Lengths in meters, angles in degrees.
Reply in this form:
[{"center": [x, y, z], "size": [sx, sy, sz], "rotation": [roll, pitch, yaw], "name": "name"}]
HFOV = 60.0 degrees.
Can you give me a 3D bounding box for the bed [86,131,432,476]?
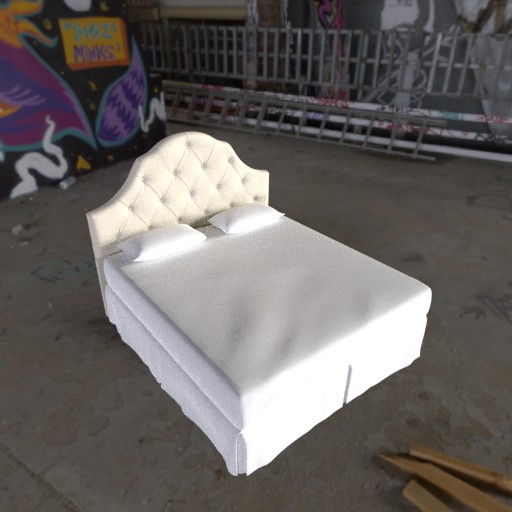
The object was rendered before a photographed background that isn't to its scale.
[{"center": [0.000, 0.000, 3.653], "size": [2.008, 1.615, 2.214], "rotation": [-20, 35, -32], "name": "bed"}]
